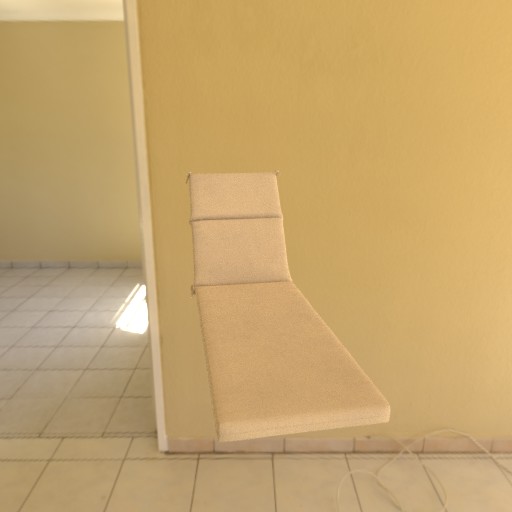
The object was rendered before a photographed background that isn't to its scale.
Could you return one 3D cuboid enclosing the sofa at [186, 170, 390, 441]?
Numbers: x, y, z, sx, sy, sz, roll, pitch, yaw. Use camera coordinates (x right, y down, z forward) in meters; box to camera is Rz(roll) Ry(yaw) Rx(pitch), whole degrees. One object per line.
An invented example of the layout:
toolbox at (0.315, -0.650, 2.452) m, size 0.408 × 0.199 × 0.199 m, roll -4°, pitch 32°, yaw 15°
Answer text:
sofa at (0.000, 0.000, 1.974) m, size 0.582 × 0.622 × 1.663 m, roll -3°, pitch 16°, yaw -10°
